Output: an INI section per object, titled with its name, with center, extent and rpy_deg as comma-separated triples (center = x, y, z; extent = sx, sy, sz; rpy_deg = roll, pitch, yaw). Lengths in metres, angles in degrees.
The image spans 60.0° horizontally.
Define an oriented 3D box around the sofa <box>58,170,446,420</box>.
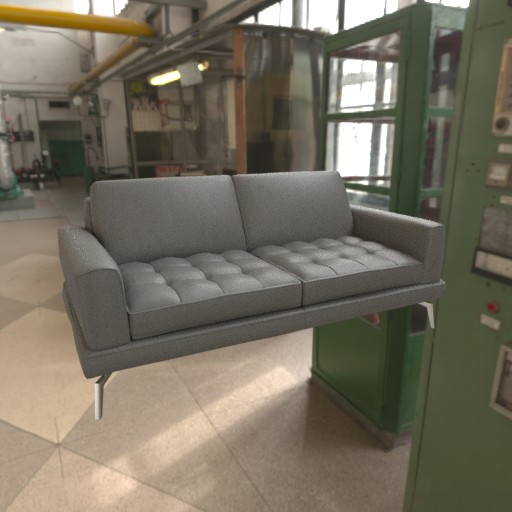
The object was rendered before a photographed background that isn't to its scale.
[sofa]
center = 0.000, 0.000, 2.708
extent = 2.177, 0.930, 1.121
rpy_deg = -8, 17, -26
